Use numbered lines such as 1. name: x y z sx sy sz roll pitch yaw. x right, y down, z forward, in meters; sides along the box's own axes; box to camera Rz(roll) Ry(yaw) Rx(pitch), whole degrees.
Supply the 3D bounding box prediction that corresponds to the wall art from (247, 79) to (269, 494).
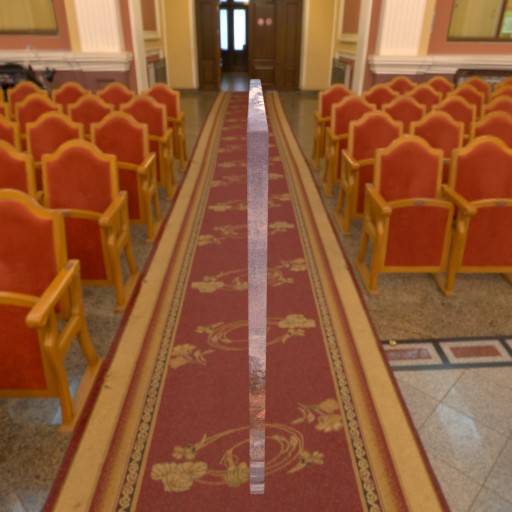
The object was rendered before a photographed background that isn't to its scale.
1. wall art: 0.000 0.000 1.490 0.040 1.020 1.010 0 27 0
